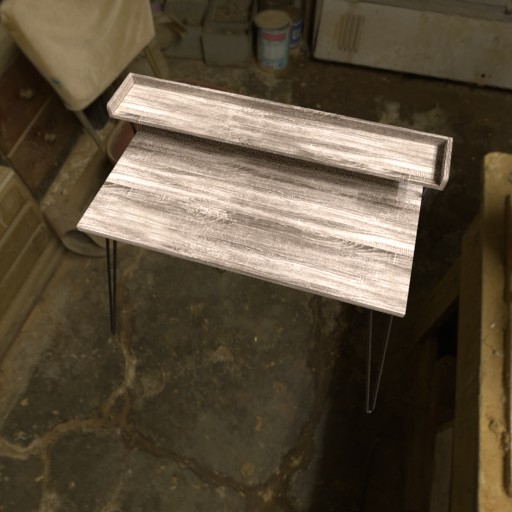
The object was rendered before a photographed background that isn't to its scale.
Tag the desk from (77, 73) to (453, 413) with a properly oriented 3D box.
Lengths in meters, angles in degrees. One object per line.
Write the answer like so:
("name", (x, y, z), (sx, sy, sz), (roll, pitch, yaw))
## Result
("desk", (0.000, 0.000, 1.597), (1.135, 0.899, 0.605), (15, 59, 9))
